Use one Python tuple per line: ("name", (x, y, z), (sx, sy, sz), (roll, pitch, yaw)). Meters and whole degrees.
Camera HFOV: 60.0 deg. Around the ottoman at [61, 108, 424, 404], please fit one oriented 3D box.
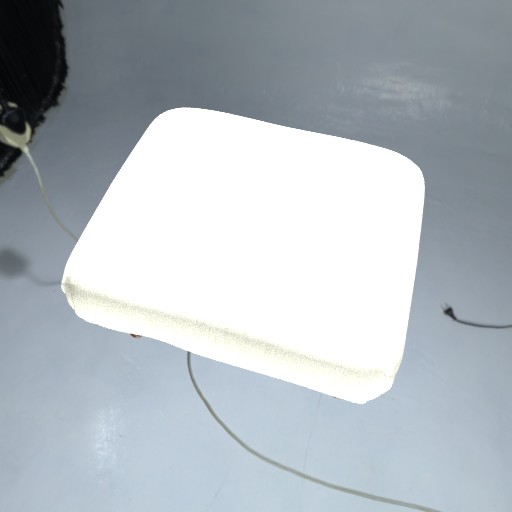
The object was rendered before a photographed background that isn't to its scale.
("ottoman", (0.000, 0.000, 1.148), (0.747, 0.450, 0.622), (14, 60, 9))
